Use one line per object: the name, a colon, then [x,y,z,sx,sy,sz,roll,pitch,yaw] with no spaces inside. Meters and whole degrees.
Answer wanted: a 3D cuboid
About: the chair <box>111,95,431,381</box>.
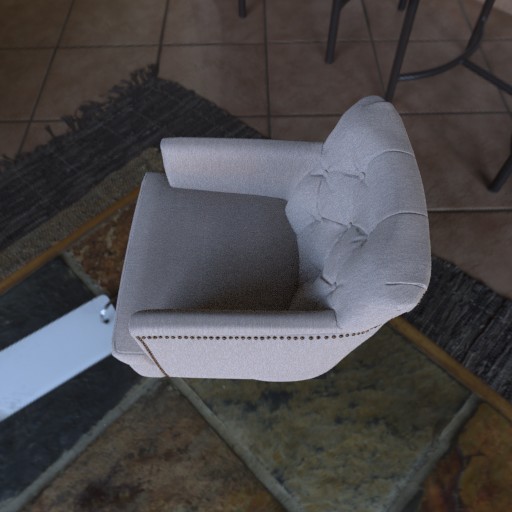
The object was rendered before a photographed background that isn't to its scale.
chair: [0.000,0.000,1.526,0.902,0.823,0.737,1,60,1]
